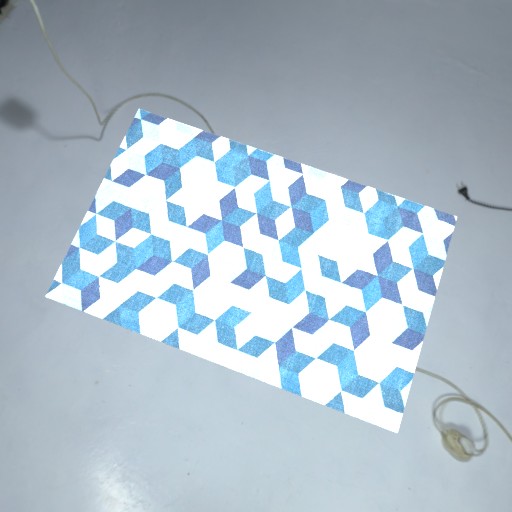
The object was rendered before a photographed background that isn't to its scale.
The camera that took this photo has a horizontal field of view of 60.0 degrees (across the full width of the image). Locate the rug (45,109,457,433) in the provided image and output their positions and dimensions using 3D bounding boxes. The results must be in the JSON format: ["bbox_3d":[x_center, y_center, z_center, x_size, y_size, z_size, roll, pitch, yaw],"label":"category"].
[{"bbox_3d":[0.000,0.000,3.032,2.438,0.015,1.518,20,76,5],"label":"rug"}]
